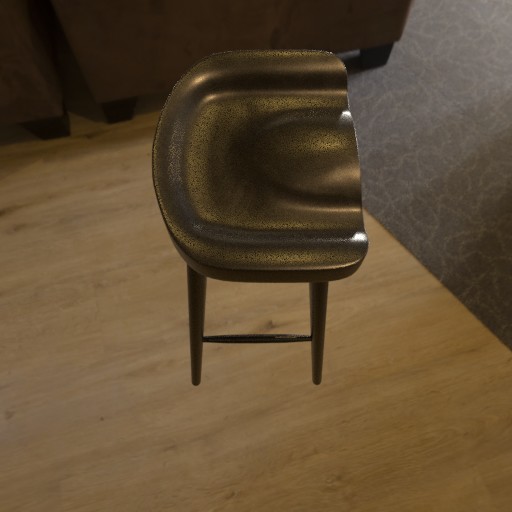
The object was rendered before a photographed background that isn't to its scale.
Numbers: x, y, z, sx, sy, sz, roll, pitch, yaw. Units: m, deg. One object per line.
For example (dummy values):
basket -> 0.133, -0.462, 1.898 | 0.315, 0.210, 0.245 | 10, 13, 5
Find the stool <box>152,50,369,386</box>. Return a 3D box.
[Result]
stool -> 0.000, 0.000, 0.985 | 0.361, 0.749, 0.440 | 0, 64, 0
